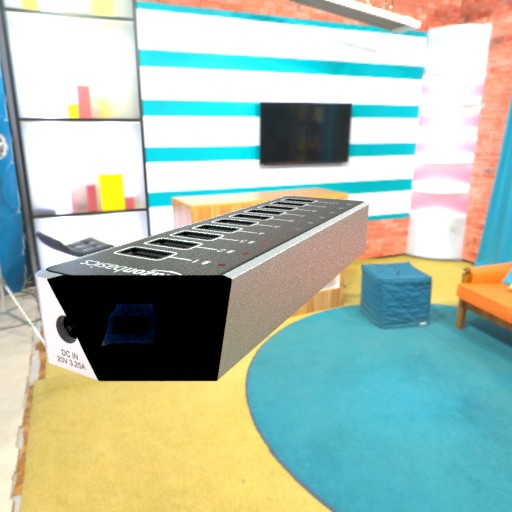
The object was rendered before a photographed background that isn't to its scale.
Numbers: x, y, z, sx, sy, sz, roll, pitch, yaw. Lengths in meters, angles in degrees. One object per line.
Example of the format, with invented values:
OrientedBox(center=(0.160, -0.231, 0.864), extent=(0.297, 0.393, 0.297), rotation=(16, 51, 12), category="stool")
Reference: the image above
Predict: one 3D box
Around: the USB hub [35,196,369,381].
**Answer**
OrientedBox(center=(0.000, 0.000, 0.158), extent=(0.044, 0.023, 0.145), rotation=(8, 18, 27), category="USB hub")
